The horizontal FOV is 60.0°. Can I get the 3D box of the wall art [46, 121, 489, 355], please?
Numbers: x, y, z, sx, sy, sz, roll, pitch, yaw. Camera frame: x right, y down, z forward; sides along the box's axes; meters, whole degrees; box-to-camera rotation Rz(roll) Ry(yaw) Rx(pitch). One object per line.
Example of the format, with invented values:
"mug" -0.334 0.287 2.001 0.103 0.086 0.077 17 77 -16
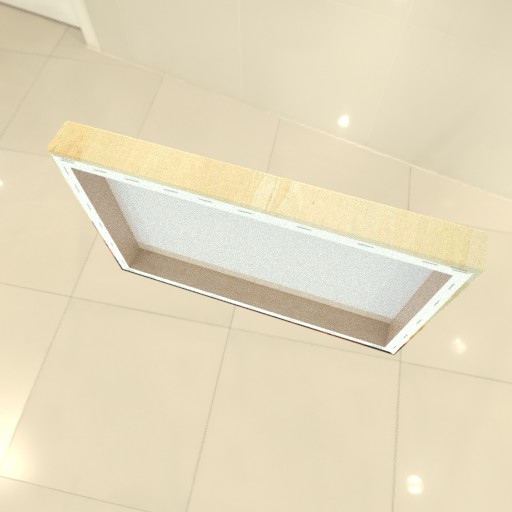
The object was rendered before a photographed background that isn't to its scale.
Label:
"wall art" 0.000 0.000 0.487 0.383 0.251 0.037 16 64 8
